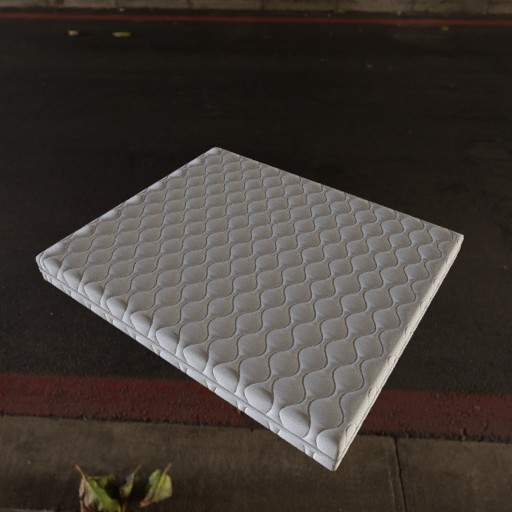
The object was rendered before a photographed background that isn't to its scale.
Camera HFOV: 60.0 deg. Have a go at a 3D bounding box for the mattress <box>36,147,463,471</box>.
[{"bbox_3d":[0.000,0.000,2.590,1.900,0.200,1.600,25,47,26],"label":"mattress"}]
